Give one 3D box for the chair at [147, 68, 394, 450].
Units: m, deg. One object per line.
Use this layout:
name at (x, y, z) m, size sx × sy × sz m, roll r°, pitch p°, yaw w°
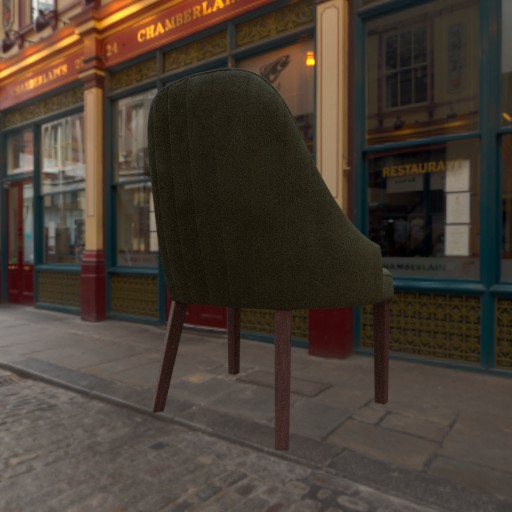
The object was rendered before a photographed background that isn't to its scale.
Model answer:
chair at (0.000, 0.000, 1.306) m, size 0.643 × 0.889 × 0.575 m, roll 0°, pitch 0°, yaw 36°
